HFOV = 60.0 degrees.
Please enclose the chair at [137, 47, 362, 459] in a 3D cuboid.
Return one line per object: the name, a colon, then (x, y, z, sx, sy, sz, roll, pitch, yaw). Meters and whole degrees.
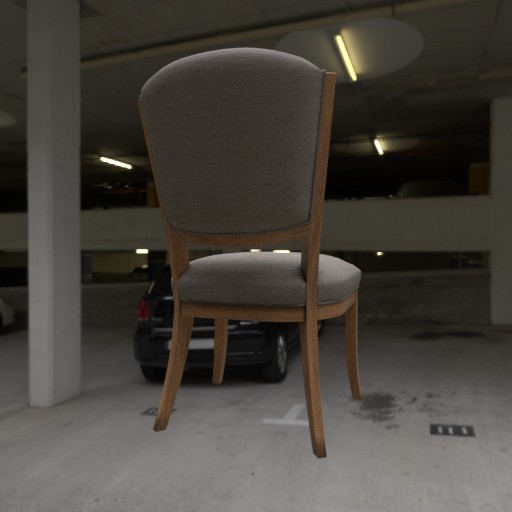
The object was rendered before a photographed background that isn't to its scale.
chair: (0.000, 0.000, 1.224, 0.513, 0.905, 0.584, 0, 1, 20)
